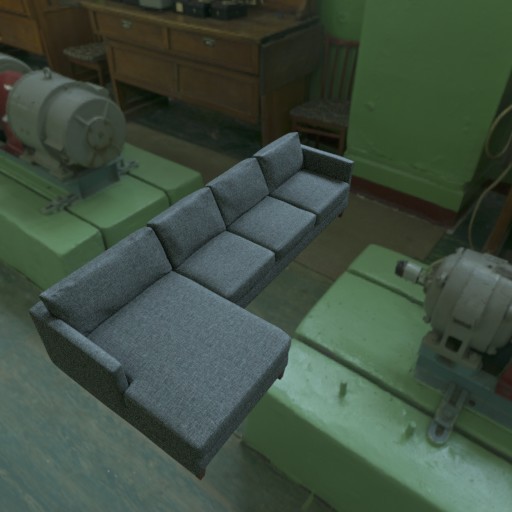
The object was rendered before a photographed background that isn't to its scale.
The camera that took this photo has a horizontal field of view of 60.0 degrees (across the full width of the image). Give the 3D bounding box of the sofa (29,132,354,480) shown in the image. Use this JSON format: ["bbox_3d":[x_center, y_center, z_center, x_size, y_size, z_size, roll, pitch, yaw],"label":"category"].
[{"bbox_3d":[0.000,0.000,4.072,1.635,0.960,3.485,25,46,27],"label":"sofa"}]
